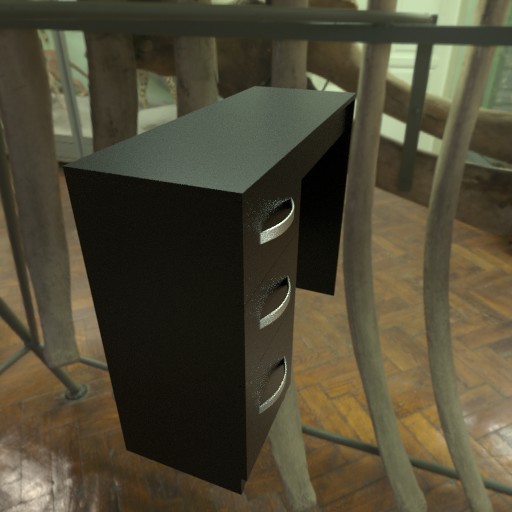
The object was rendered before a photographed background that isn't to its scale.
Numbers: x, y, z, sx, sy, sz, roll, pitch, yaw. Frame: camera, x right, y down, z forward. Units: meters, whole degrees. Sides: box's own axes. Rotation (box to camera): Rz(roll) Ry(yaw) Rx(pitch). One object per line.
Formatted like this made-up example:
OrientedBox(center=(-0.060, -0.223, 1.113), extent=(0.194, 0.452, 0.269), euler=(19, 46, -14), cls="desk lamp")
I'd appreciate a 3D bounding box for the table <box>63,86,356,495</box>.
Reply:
OrientedBox(center=(0.000, 0.000, 1.309), extent=(0.380, 0.790, 0.930), euler=(11, 32, 19), cls="table")
